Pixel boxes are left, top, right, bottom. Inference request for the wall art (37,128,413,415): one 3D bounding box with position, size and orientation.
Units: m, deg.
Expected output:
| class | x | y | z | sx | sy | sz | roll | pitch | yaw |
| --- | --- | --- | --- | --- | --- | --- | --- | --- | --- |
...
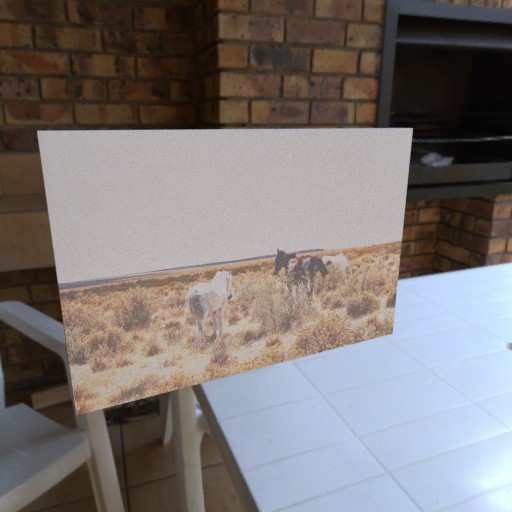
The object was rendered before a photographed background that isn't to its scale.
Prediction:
| class | x | y | z | sx | sy | sz | roll | pitch | yaw |
| --- | --- | --- | --- | --- | --- | --- | --- | --- | --- |
| wall art | 0.000 | 0.000 | 1.110 | 0.914 | 0.610 | 0.050 | -8 | 19 | -25 |
